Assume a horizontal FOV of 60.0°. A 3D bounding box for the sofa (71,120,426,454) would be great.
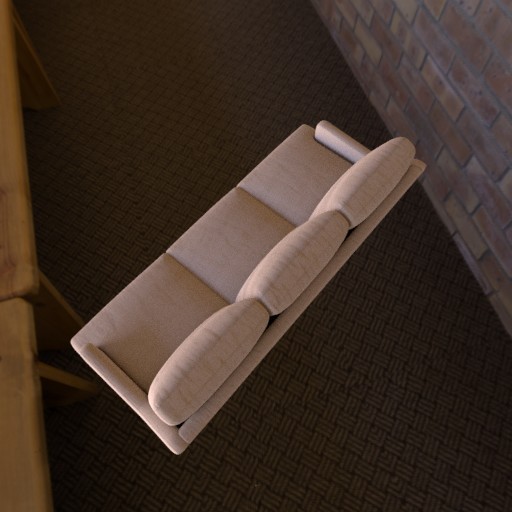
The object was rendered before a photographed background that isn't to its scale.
[{"bbox_3d":[0.000,0.000,2.868,1.000,0.913,2.321,37,69,17],"label":"sofa"}]
